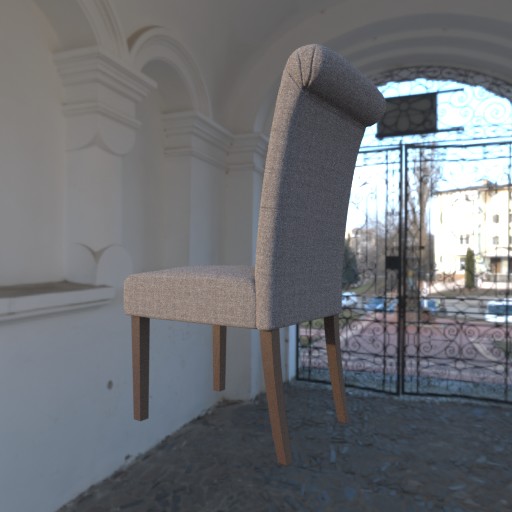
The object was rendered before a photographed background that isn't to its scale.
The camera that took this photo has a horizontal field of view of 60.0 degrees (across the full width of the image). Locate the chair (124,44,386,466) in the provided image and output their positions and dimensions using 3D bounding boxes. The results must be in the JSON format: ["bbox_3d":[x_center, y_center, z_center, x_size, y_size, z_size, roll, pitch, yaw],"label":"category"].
[{"bbox_3d":[0.000,0.000,1.339,0.671,1.006,0.456,0,0,36],"label":"chair"}]
